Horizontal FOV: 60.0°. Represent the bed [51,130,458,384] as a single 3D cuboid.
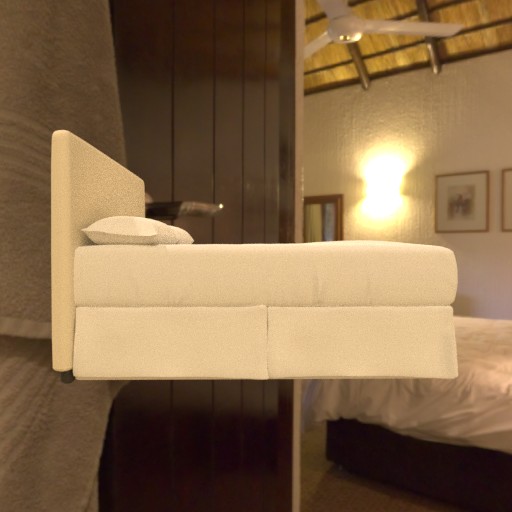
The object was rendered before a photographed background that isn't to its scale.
[{"bbox_3d":[0.000,0.000,3.112,2.147,1.330,1.714,0,1,-1],"label":"bed"}]
